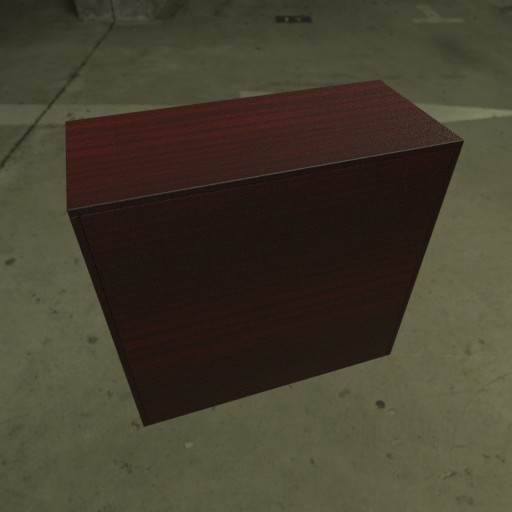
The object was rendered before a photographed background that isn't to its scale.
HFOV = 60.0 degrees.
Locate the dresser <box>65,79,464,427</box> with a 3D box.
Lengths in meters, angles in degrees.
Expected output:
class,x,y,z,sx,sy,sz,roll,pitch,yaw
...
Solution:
class,x,y,z,sx,sy,sz,roll,pitch,yaw
dresser,0.000,0.000,1.159,0.750,0.720,0.360,-12,44,-13
